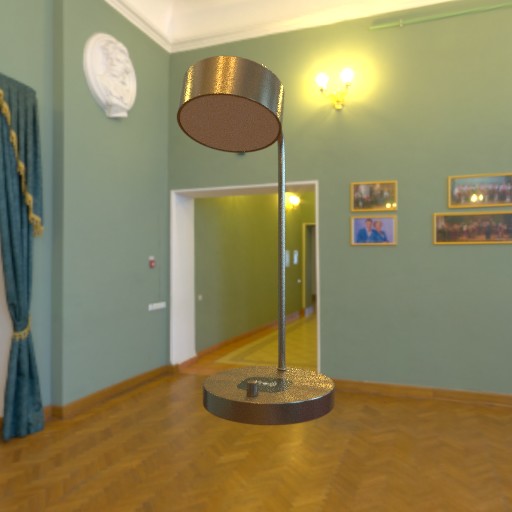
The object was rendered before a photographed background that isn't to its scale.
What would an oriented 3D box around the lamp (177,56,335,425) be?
[{"bbox_3d":[0.000,0.000,0.534,0.171,0.380,0.270,0,0,19],"label":"lamp"}]
